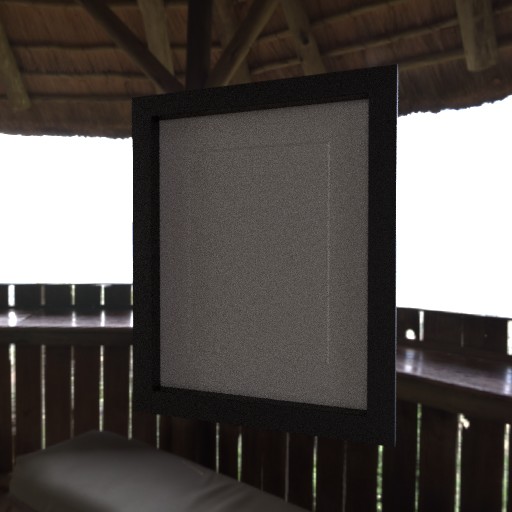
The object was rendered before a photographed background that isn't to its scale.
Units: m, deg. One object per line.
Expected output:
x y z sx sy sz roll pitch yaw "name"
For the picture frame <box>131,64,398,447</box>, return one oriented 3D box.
0.000 0.000 0.508 0.307 0.383 0.036 0 1 19 "picture frame"
